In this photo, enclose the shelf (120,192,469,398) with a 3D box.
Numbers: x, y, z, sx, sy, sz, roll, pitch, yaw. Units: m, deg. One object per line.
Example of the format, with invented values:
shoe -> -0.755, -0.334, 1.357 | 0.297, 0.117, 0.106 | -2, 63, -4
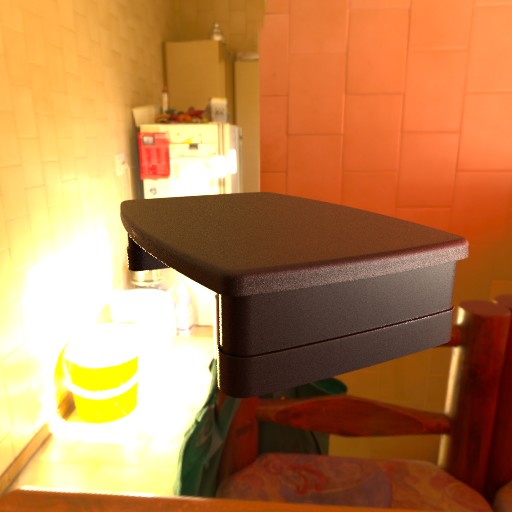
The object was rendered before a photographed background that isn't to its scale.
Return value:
shelf -> 0.000, 0.000, 0.527 | 0.280, 0.100, 0.410 | -7, 17, -25
